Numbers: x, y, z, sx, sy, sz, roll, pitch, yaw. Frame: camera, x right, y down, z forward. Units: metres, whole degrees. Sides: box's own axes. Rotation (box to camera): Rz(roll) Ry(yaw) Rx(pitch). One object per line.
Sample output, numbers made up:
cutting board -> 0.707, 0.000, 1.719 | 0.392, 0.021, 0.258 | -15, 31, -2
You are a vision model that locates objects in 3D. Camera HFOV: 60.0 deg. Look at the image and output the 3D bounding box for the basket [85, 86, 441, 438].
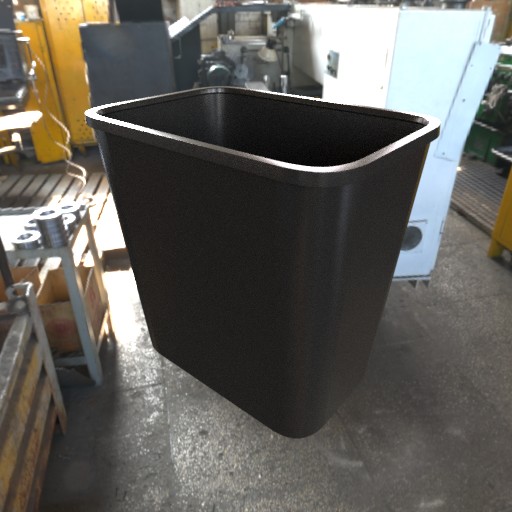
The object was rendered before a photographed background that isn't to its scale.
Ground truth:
basket -> 0.000, 0.000, 0.495 | 0.300, 0.307, 0.211 | 23, 37, 34
